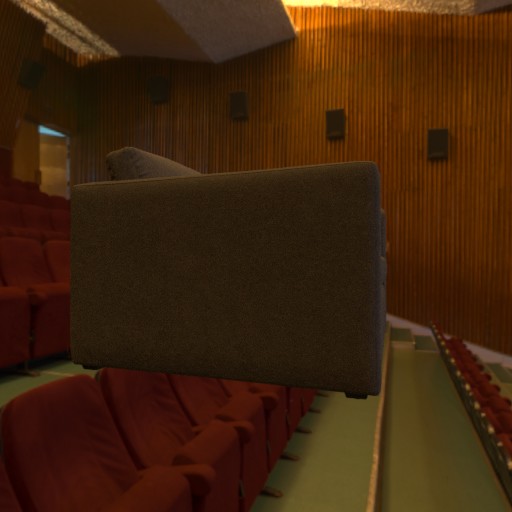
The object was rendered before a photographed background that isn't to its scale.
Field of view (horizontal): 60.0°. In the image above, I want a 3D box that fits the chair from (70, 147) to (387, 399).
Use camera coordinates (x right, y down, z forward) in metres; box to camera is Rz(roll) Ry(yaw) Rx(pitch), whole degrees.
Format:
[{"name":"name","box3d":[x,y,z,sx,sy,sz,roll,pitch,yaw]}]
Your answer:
[{"name":"chair","box3d":[0.000,0.000,1.901,1.091,0.845,1.190,0,-1,17]}]
